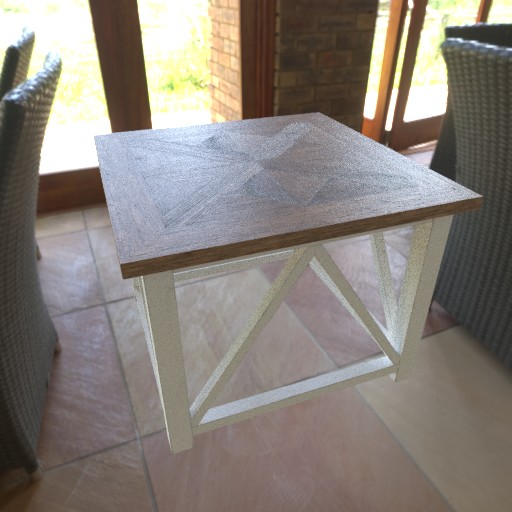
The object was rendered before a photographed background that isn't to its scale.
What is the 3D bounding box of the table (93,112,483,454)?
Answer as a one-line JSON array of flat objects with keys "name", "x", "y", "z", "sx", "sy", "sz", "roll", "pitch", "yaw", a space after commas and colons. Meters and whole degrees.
[{"name": "table", "x": 0.000, "y": 0.000, "z": 1.190, "sx": 0.700, "sy": 0.532, "sz": 0.700, "roll": -11, "pitch": 34, "yaw": -17}]
